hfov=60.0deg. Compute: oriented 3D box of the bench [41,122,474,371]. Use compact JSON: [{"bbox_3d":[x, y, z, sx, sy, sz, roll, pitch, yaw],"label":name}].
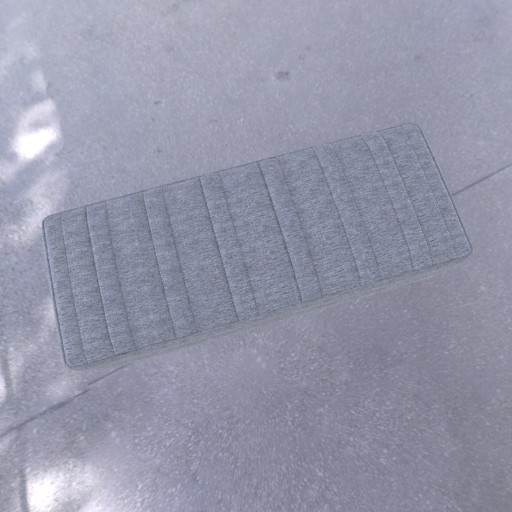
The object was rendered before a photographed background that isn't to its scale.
[{"bbox_3d":[0.000,0.000,1.349,1.100,0.470,0.429,-15,75,-4],"label":"bench"}]
